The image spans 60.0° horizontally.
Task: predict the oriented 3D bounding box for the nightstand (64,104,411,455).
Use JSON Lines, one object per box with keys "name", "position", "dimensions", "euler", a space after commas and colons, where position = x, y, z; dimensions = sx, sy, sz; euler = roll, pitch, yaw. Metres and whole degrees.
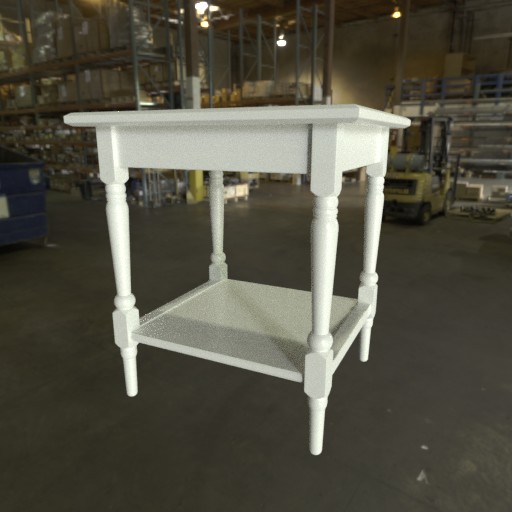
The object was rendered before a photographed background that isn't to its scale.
{"name": "nightstand", "position": [0.000, 0.000, 0.916], "dimensions": [0.505, 0.555, 0.459], "euler": [7, 17, 25]}
